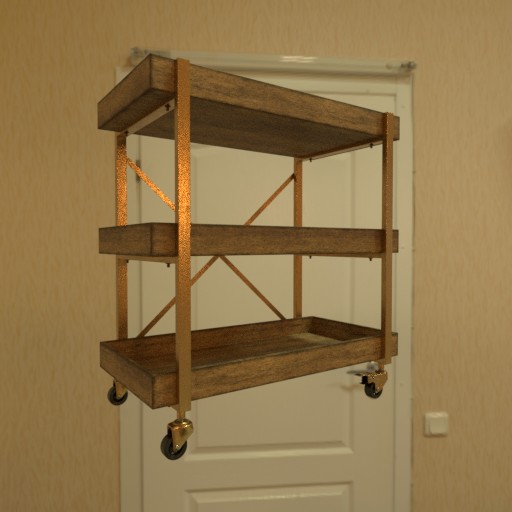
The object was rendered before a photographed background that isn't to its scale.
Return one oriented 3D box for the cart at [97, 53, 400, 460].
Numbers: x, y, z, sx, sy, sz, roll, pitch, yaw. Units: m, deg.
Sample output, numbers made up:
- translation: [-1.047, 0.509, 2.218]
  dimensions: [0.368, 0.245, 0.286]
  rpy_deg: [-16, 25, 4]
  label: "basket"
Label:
- translation: [0.000, 0.000, 1.225]
  dimensions: [0.750, 0.799, 0.416]
  rpy_deg: [-1, 2, -35]
  label: "cart"
